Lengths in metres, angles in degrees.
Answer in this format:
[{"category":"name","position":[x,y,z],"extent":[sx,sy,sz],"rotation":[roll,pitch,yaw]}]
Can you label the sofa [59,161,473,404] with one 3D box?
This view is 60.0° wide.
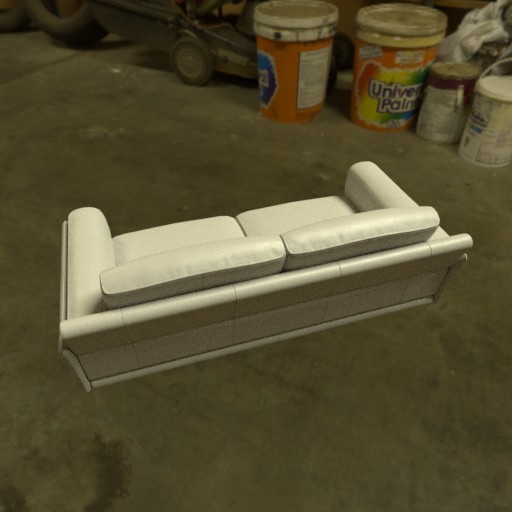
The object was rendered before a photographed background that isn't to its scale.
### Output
[{"category":"sofa","position":[0.000,0.000,2.574],"extent":[2.101,0.930,1.049],"rotation":[-12,42,-13]}]
